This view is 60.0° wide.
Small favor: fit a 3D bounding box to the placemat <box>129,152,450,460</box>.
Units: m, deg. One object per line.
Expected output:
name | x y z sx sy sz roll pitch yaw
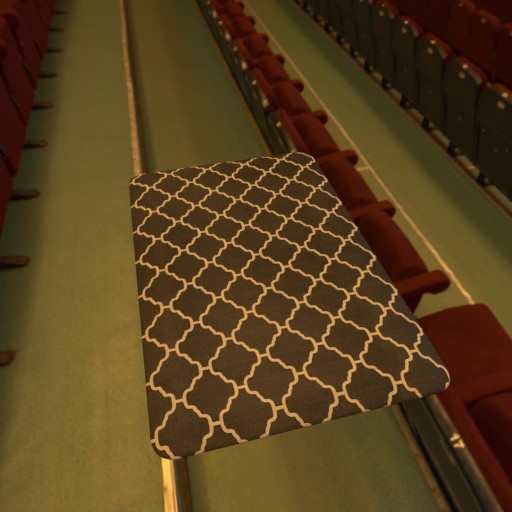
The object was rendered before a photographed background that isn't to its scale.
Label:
placemat | 0.000 0.000 0.955 0.508 0.021 0.762 -10 46 -10
